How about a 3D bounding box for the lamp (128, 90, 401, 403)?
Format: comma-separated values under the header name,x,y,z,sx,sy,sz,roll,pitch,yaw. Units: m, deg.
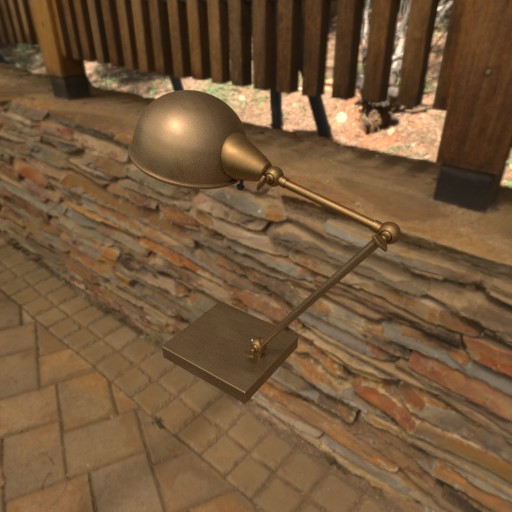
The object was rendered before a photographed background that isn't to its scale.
name,x,y,z,sx,sy,sz,roll,pitch,yaw
lamp,0.000,0.000,0.552,0.339,0.371,0.149,20,36,30
